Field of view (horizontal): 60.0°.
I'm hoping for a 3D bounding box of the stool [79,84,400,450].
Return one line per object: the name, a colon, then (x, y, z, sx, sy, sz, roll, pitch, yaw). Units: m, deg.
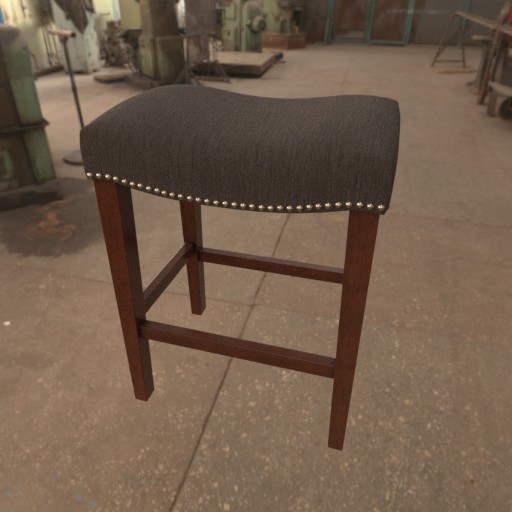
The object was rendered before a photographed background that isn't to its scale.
stool: (0.000, 0.000, 0.953, 0.504, 0.654, 0.372, 9, 32, 14)
